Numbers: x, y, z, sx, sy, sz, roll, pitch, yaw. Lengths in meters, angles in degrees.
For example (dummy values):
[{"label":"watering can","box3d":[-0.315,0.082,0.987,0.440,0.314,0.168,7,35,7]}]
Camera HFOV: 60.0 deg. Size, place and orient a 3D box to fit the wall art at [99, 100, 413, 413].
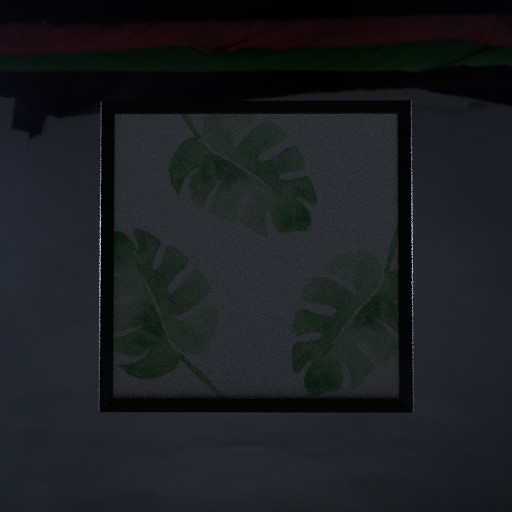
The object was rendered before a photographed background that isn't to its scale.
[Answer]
[{"label":"wall art","box3d":[0.000,0.000,0.450,0.304,0.304,0.038,0,-1,0]}]
